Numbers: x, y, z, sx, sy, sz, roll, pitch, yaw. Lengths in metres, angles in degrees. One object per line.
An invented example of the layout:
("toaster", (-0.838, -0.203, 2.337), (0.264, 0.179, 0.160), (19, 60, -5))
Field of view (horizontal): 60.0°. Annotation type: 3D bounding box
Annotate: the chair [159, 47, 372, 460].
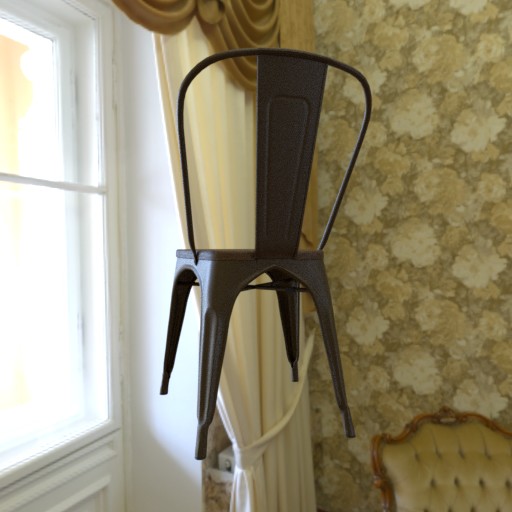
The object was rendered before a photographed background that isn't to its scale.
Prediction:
("chair", (0.000, 0.000, 1.150), (0.451, 0.844, 0.532), (0, 2, -17))
